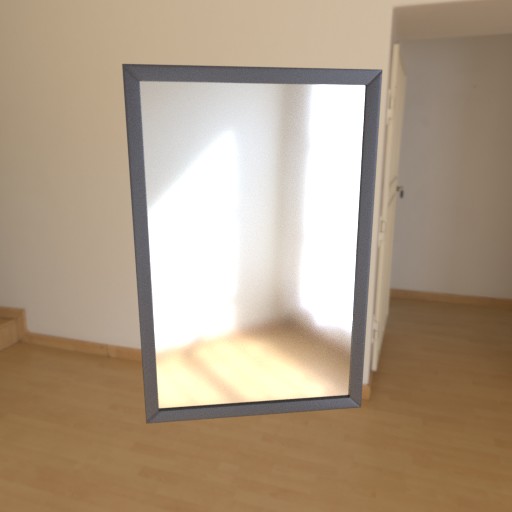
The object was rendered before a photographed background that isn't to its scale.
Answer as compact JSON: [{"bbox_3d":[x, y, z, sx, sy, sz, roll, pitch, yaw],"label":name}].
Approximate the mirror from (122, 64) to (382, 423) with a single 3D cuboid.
[{"bbox_3d":[0.000,0.000,1.158,0.609,0.915,0.040,-2,14,-7],"label":"mirror"}]
